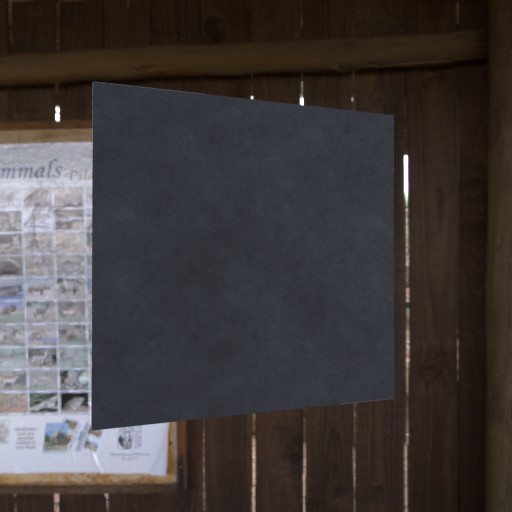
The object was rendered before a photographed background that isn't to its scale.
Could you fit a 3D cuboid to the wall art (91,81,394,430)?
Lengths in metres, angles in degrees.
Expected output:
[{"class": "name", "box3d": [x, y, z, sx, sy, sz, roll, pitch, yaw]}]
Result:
[{"class": "wall art", "box3d": [0.000, 0.000, 1.104, 0.765, 0.765, 0.046, 0, -1, -17]}]
